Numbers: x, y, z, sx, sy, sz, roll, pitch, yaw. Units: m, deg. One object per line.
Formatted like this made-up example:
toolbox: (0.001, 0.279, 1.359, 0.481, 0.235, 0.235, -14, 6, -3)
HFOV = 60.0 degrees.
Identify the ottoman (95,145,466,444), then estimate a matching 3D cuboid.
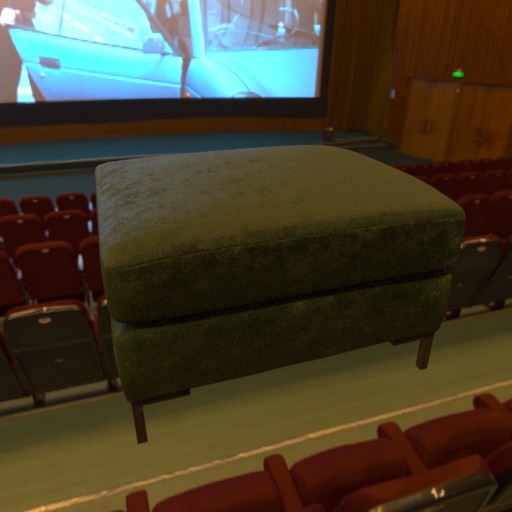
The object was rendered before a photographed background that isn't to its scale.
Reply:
ottoman: (0.000, 0.000, 1.297, 0.839, 0.538, 0.701, -9, 28, -17)
